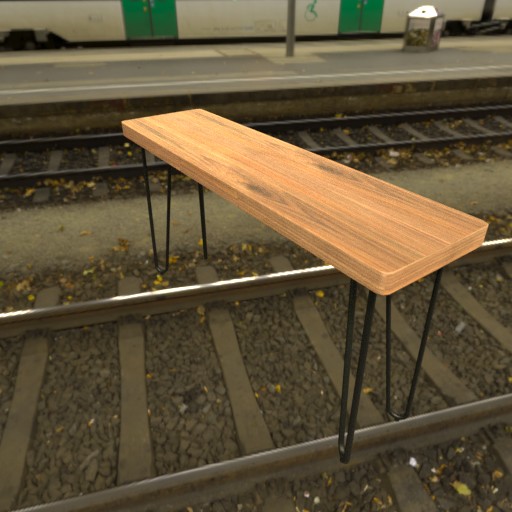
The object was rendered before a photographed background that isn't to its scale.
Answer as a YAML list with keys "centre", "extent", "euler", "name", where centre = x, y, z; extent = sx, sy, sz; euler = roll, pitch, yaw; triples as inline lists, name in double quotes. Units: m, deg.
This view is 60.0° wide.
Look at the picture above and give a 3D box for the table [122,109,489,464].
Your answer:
- centre: [0.000, 0.000, 1.835]
  extent: [0.425, 0.834, 1.570]
  euler: [-21, 37, -30]
  name: "table"
